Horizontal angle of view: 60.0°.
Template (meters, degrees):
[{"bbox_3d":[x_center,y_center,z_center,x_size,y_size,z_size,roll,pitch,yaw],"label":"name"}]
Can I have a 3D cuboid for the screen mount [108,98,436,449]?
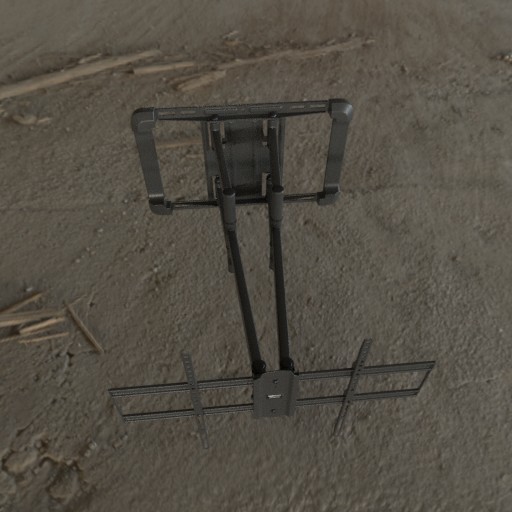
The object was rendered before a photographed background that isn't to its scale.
[{"bbox_3d":[0.000,0.000,1.297,0.725,0.483,0.905,-4,47,-4],"label":"screen mount"}]
